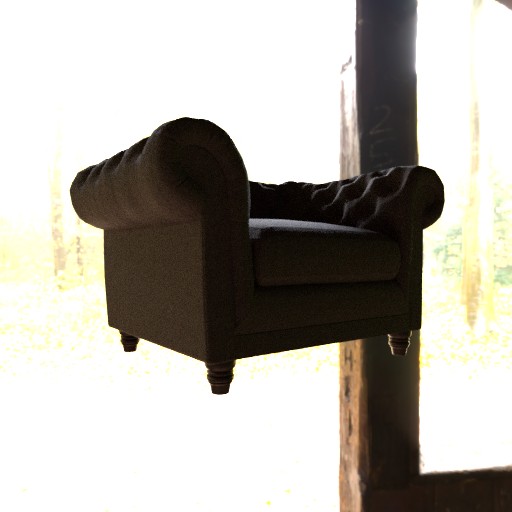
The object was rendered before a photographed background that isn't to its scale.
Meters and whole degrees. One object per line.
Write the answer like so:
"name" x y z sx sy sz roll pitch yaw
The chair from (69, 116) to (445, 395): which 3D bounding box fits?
"chair" 0.000 0.000 1.829 1.298 0.780 0.945 0 0 -37
